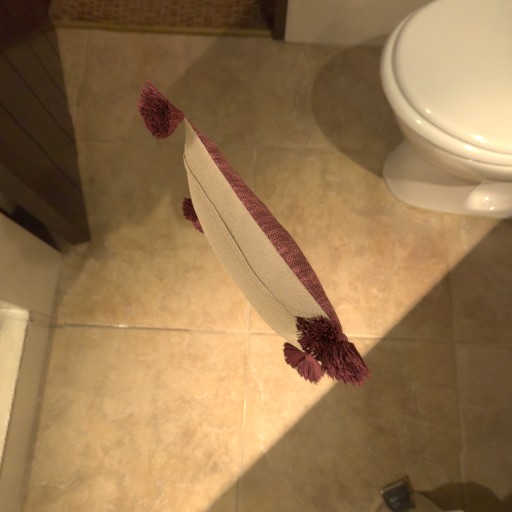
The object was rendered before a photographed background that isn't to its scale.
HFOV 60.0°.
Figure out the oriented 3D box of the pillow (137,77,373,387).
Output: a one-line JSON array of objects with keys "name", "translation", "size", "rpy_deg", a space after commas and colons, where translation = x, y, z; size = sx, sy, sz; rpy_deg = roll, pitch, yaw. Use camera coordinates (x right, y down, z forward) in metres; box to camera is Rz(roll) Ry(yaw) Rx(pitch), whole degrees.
[{"name": "pillow", "translation": [0.000, 0.000, 0.976], "size": [0.138, 0.659, 0.641], "rpy_deg": [-33, 77, -9]}]
